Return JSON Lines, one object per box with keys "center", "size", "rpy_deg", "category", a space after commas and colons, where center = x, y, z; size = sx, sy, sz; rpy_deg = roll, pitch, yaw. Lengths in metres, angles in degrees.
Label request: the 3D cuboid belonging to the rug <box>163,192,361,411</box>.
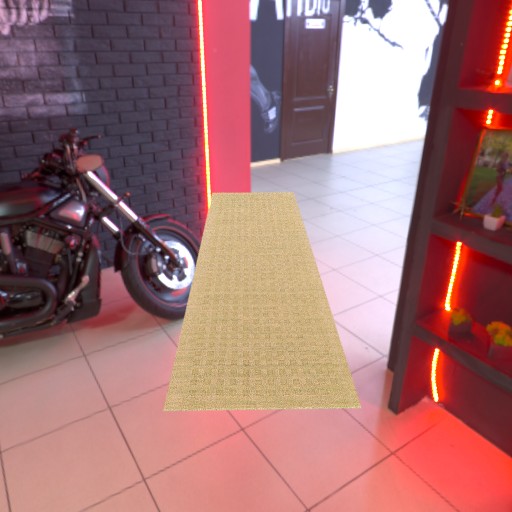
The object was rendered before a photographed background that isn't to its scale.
{"center": [0.000, 0.000, 2.633], "size": [0.686, 0.006, 2.437], "rpy_deg": [0, 26, -1], "category": "rug"}
